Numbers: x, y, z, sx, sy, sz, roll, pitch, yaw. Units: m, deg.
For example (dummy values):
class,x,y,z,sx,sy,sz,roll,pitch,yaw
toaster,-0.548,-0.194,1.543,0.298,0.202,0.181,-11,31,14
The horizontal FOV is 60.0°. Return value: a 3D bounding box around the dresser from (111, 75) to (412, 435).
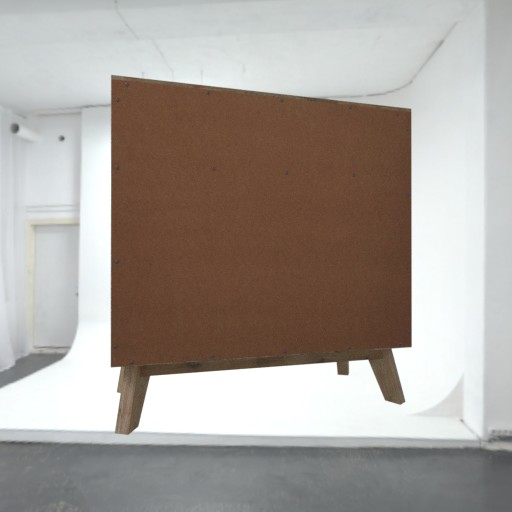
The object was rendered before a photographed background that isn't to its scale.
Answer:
class,x,y,z,sx,sy,sz,roll,pitch,yaw
dresser,0.000,0.000,1.620,0.998,1.029,0.455,0,0,-17
